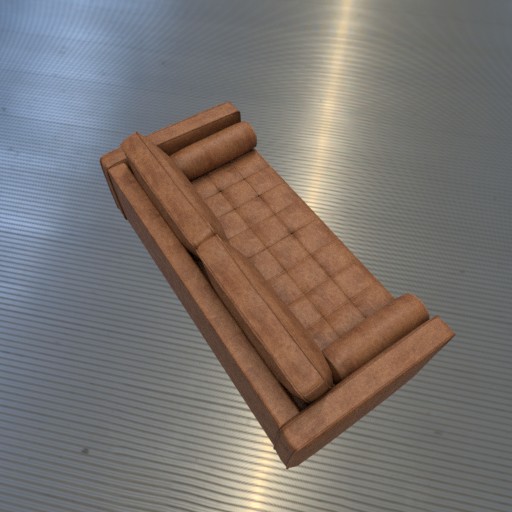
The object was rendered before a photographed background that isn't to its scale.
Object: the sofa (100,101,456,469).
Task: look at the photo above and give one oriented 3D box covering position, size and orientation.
[{"bbox_3d":[0.000,0.000,2.424,0.924,0.825,1.920,-30,62,-17],"label":"sofa"}]
